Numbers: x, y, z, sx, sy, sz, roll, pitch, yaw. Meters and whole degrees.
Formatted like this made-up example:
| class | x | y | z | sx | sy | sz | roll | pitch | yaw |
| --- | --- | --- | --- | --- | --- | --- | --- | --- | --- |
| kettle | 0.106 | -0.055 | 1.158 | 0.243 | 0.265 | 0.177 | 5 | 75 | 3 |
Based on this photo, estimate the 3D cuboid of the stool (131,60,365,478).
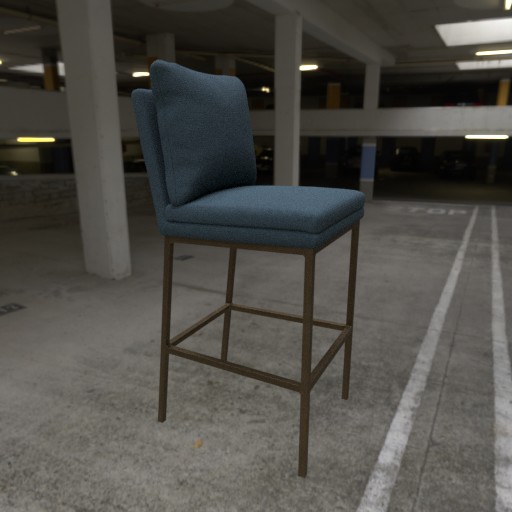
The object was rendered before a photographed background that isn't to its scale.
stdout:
| class | x | y | z | sx | sy | sz | roll | pitch | yaw |
| --- | --- | --- | --- | --- | --- | --- | --- | --- | --- |
| stool | 0.000 | 0.000 | 1.407 | 0.568 | 1.124 | 0.463 | 8 | 18 | 26 |
